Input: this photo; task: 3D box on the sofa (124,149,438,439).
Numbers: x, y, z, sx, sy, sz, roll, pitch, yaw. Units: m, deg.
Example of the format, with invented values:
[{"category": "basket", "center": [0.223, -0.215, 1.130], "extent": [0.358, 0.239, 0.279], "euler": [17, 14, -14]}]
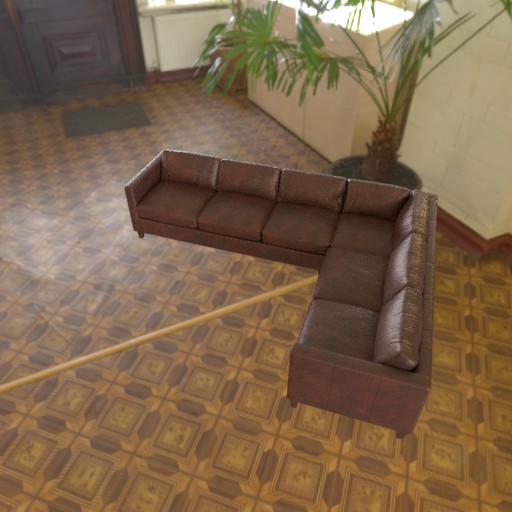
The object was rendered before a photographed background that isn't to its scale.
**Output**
[{"category": "sofa", "center": [0.000, 0.000, 4.238], "extent": [3.152, 0.836, 2.438], "euler": [12, 41, 14]}]
